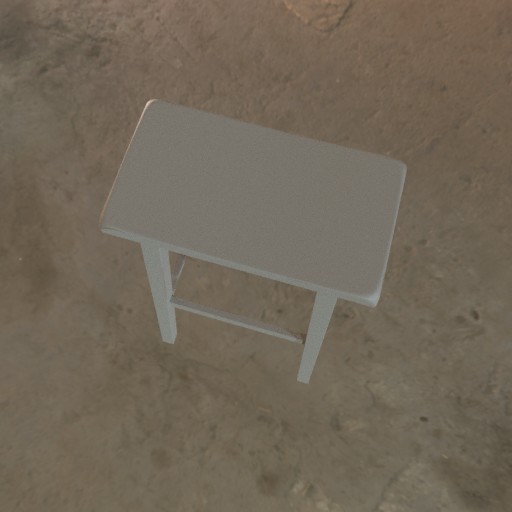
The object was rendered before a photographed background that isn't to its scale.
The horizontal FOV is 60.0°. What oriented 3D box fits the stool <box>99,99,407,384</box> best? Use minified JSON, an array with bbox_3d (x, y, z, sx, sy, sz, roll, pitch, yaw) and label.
[{"bbox_3d":[0.000,0.000,1.050,0.457,0.737,0.476,15,75,4],"label":"stool"}]
